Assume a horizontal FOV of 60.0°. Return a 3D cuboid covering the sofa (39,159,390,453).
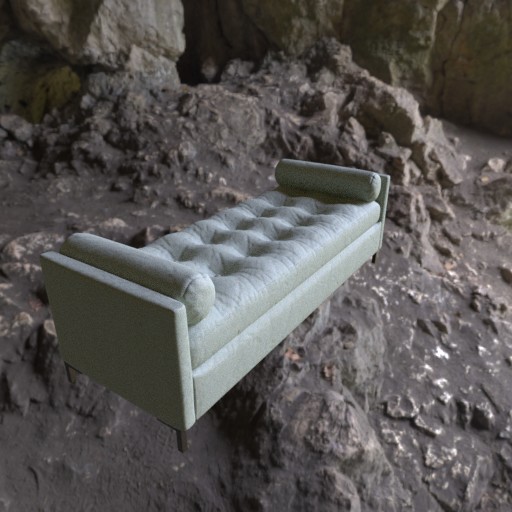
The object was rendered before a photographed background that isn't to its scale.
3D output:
[{"bbox_3d":[0.000,0.000,2.527,0.796,0.705,2.102,16,30,31],"label":"sofa"}]
